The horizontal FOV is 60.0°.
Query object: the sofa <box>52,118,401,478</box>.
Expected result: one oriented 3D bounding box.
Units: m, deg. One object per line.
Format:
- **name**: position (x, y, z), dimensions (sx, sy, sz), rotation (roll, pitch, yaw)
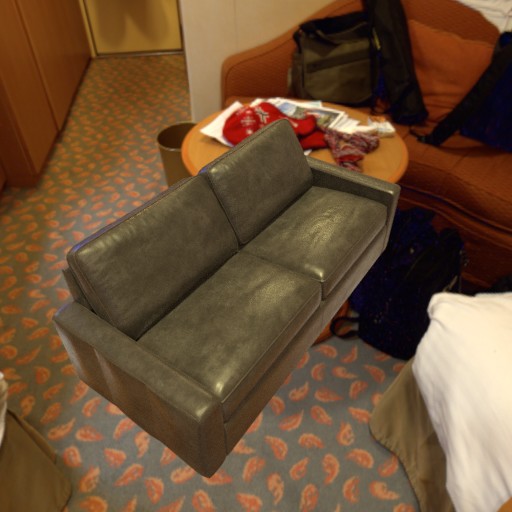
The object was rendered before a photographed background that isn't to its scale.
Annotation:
- **sofa**: position (0.000, 0.000, 2.590), dimensions (0.939, 0.916, 2.081), rotation (25, 47, 26)
